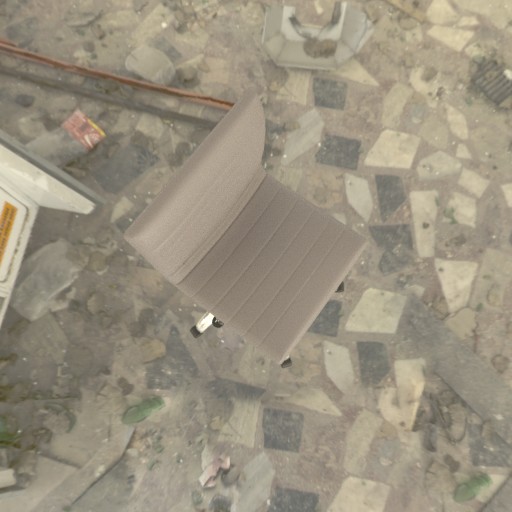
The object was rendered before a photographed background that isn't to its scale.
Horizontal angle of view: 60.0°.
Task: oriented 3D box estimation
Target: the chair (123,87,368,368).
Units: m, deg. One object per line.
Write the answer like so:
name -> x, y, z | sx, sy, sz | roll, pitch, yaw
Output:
chair -> 0.000, 0.000, 1.186 | 0.530, 0.780, 0.556 | 36, 79, 9
